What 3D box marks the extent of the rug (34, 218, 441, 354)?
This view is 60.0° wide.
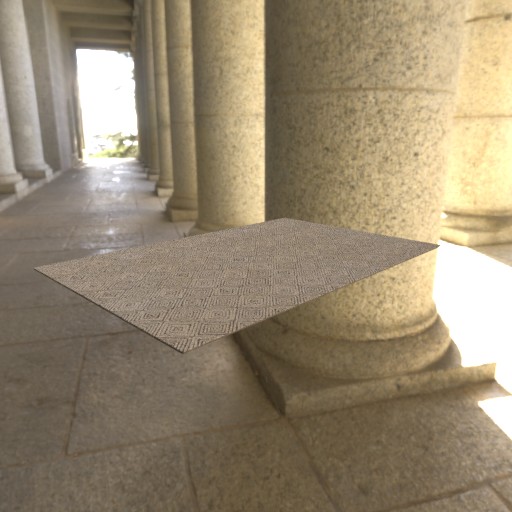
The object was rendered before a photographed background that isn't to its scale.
[{"bbox_3d":[0.000,0.000,2.289,1.175,0.008,1.783,15,21,43],"label":"rug"}]
